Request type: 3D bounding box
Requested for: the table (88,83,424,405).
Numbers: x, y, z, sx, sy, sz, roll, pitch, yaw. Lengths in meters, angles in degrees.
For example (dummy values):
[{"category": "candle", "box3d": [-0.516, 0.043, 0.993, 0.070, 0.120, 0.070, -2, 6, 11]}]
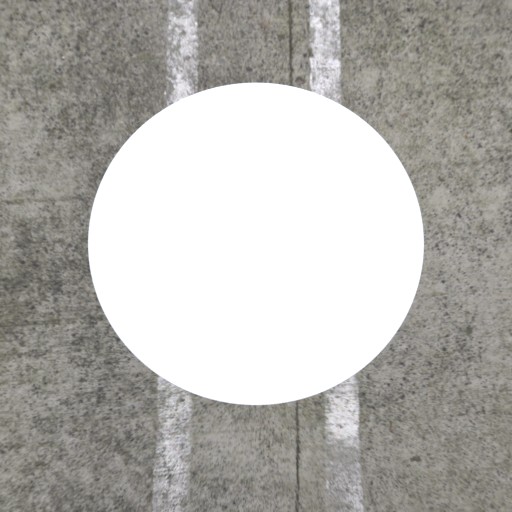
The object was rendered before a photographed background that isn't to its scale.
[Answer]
[{"category": "table", "box3d": [0.000, 0.000, 0.987, 0.600, 0.400, 0.600, 0, 76, 0]}]
